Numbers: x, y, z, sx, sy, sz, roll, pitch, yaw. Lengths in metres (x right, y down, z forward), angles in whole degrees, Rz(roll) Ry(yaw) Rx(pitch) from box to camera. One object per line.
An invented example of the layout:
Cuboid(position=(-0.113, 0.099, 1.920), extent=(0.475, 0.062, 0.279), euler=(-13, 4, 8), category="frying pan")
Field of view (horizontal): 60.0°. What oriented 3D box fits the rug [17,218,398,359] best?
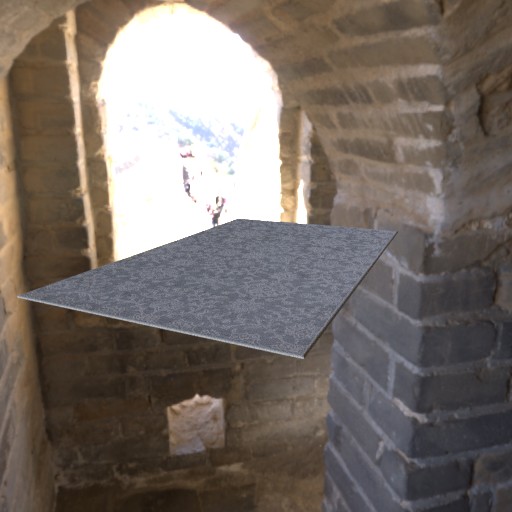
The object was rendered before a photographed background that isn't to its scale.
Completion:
Cuboid(position=(0.000, 0.000, 2.980), extent=(1.515, 0.010, 2.430), euler=(7, 17, 24), category="rug")
